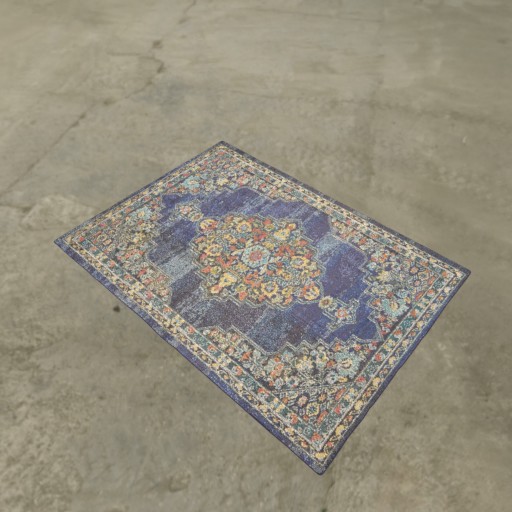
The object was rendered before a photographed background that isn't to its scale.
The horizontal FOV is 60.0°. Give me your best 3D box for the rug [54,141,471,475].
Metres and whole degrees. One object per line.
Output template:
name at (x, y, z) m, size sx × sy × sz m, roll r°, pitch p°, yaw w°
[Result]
rug at (0.000, 0.000, 2.902) m, size 2.232 × 0.009 × 1.630 m, roll 33°, pitch 56°, yaw 27°
